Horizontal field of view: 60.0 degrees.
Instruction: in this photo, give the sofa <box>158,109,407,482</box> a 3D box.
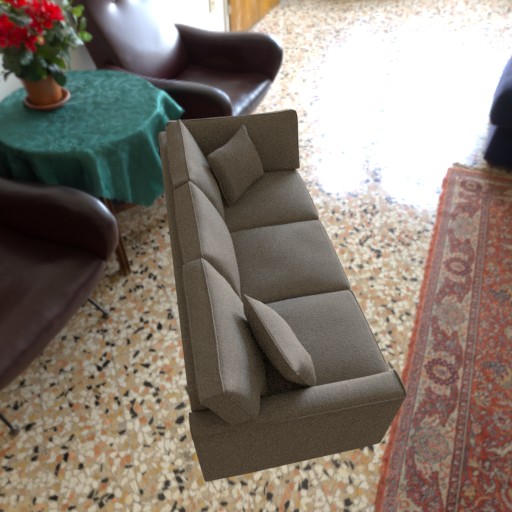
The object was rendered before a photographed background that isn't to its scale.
[{"bbox_3d":[0.000,0.000,2.861,1.061,0.962,2.317,-9,47,-8],"label":"sofa"}]
